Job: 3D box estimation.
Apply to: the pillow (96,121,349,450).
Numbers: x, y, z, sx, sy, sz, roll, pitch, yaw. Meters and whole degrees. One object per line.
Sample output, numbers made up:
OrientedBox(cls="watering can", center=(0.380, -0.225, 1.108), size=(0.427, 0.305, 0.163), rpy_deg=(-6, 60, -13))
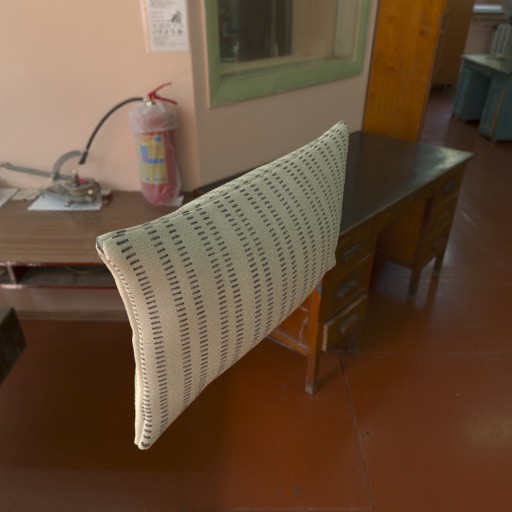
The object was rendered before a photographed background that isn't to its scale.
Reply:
OrientedBox(cls="pillow", center=(0.000, 0.000, 0.794), size=(0.210, 0.353, 0.640), rpy_deg=(20, 36, 29))
